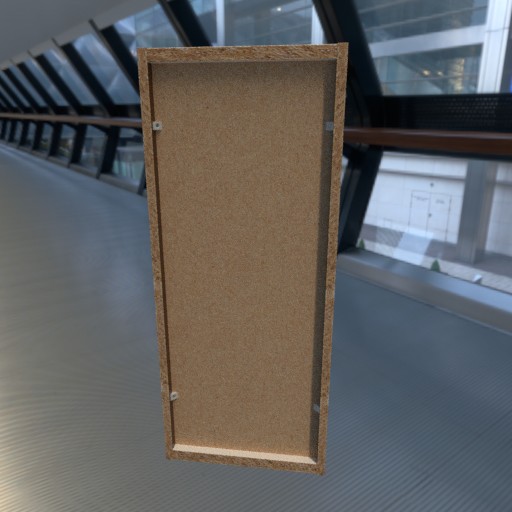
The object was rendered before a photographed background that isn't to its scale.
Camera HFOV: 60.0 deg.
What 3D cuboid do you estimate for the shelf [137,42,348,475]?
[{"bbox_3d":[0.000,0.000,0.740,0.253,0.600,0.290,2,17,7],"label":"shelf"}]
